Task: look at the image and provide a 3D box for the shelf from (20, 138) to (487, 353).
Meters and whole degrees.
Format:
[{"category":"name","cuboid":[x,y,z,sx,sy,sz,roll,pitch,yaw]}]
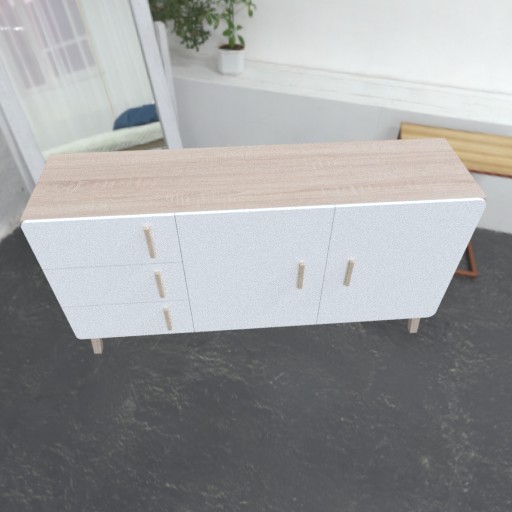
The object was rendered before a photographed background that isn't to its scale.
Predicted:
[{"category":"shelf","cuboid":[0.000,0.000,1.807,1.490,0.780,0.400,-3,46,-3]}]
